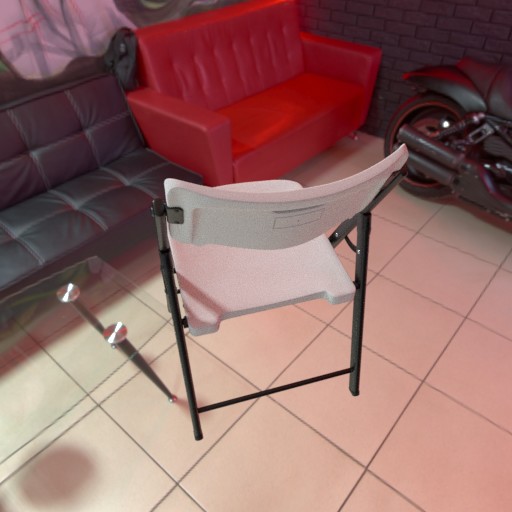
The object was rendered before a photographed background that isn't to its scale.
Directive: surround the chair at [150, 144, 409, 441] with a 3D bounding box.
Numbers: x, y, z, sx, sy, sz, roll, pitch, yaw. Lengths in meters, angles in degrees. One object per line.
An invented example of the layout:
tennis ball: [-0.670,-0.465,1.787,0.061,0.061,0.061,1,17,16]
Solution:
chair: [0.000,0.000,1.129,0.482,0.765,0.577,-11,42,-13]
